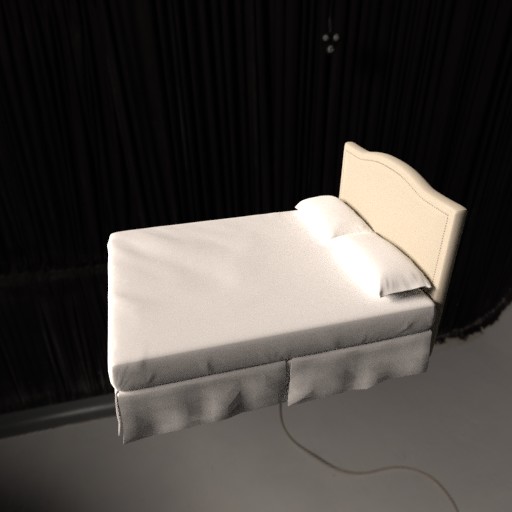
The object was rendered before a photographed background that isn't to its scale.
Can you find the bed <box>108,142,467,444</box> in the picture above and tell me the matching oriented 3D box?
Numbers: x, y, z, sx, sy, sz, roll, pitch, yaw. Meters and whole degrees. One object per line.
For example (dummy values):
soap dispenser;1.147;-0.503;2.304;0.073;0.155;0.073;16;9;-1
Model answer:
bed;0.000;0.000;3.676;2.477;1.437;1.977;-8;31;-14
